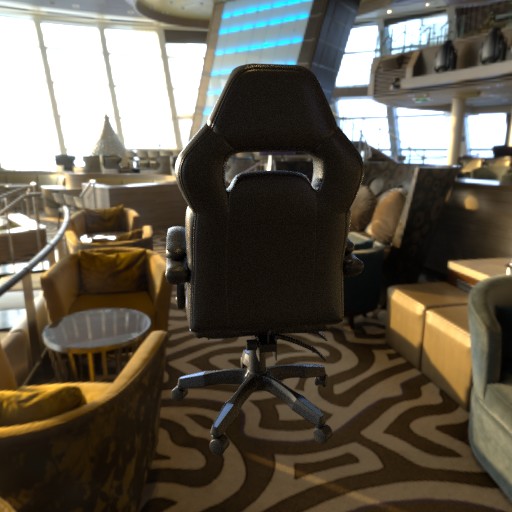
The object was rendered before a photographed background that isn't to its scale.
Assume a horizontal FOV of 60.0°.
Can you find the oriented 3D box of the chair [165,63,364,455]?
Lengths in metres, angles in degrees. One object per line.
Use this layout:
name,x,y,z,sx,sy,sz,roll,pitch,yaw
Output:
chair,0.000,0.000,1.710,0.700,1.280,0.700,-2,14,-9
